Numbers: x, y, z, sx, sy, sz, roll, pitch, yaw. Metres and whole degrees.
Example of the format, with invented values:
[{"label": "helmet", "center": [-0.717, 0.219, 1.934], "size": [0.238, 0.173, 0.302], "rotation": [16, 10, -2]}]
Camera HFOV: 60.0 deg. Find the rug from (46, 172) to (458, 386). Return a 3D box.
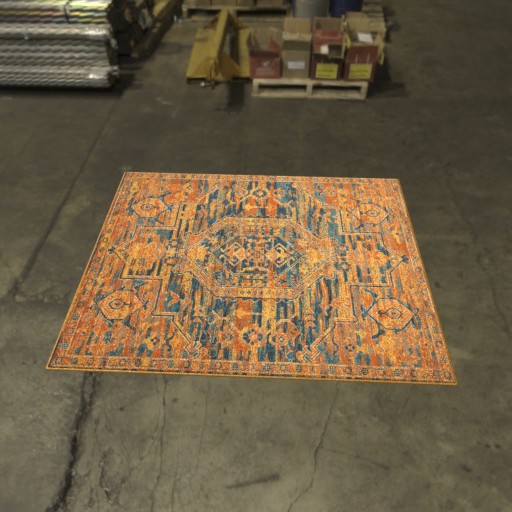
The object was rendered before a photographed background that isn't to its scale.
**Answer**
[{"label": "rug", "center": [0.000, 0.000, 4.082], "size": [3.040, 0.031, 2.435], "rotation": [2, 47, 2]}]
